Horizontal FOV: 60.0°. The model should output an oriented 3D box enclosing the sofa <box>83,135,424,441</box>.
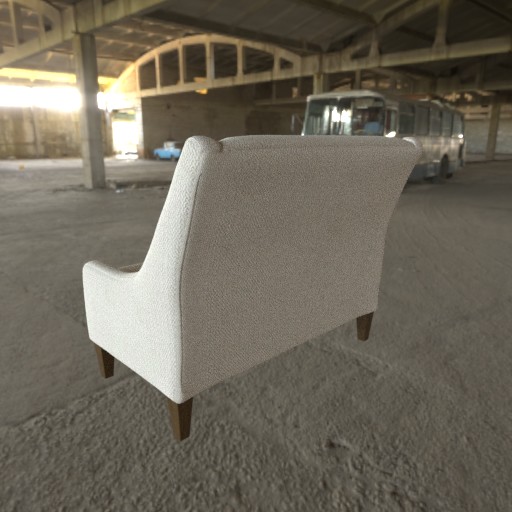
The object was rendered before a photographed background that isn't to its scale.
[{"bbox_3d":[0.000,0.000,1.952,1.242,1.022,0.870,-14,20,-42],"label":"sofa"}]
